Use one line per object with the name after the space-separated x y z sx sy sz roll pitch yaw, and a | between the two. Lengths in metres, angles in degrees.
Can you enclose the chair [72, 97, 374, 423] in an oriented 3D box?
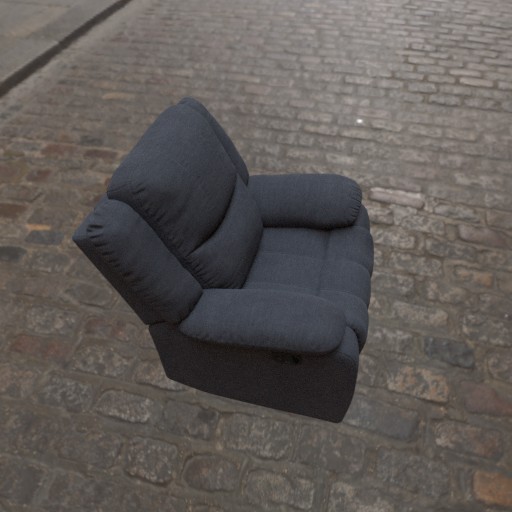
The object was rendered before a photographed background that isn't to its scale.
0.000 0.000 1.762 0.944 1.008 0.899 10 47 9 | chair
